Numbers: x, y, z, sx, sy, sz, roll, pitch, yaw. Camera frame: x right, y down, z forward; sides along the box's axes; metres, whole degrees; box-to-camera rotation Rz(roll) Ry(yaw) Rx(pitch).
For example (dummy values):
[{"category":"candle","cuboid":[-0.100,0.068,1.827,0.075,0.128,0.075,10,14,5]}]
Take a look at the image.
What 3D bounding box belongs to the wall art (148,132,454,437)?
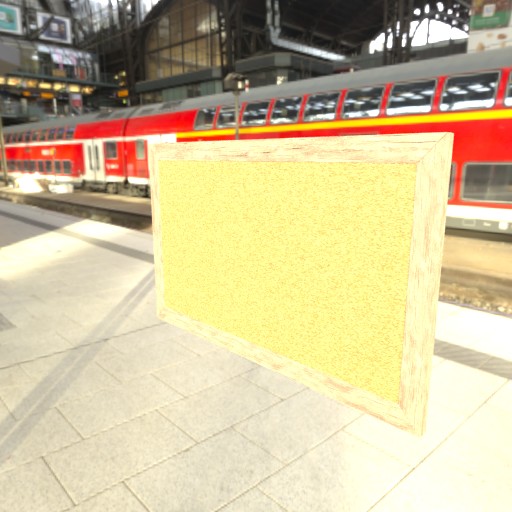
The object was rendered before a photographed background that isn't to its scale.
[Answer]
[{"category":"wall art","cuboid":[0.000,0.000,0.946,0.021,0.480,0.780,-12,18,-43]}]
